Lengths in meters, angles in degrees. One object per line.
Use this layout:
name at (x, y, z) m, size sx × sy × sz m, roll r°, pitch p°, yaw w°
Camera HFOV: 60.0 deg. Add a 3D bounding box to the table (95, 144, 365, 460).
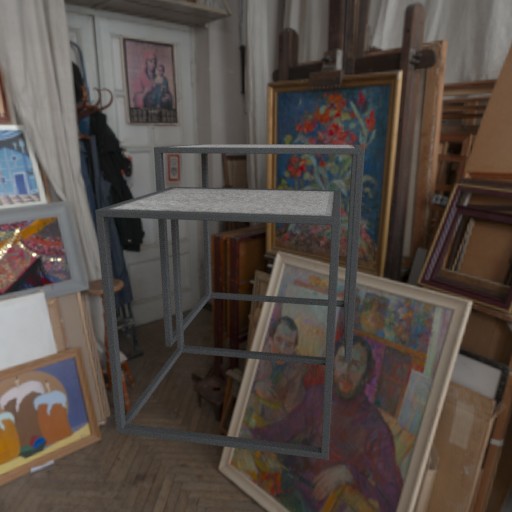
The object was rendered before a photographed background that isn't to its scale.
table at (0.000, 0.000, 1.137) m, size 0.508 × 0.540 × 0.788 m, roll 3°, pitch 15°, yaw 10°
